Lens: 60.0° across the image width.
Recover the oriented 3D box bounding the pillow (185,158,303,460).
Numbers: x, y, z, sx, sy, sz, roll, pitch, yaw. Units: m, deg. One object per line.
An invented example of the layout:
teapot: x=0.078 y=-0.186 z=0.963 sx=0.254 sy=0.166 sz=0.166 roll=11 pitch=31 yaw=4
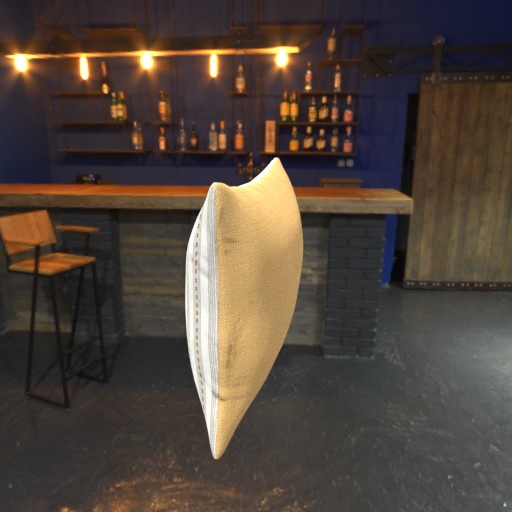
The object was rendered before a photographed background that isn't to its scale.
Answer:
pillow: x=0.000 y=0.000 z=0.724 sx=0.151 sy=0.291 sz=0.608 roll=2 pitch=15 yaw=8
